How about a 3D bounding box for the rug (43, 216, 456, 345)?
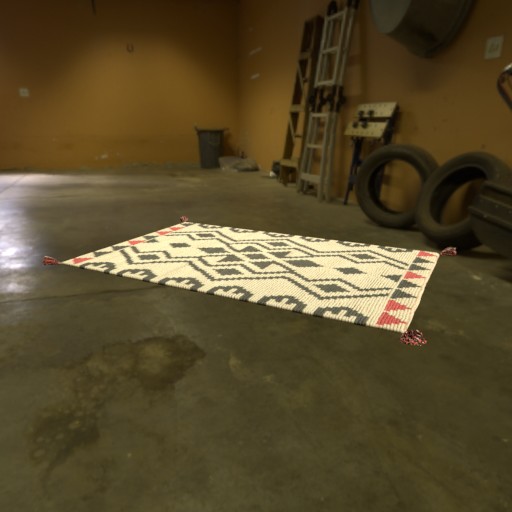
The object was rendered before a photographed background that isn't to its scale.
[{"bbox_3d":[0.000,0.000,3.342,2.672,0.066,1.741,9,19,26],"label":"rug"}]
